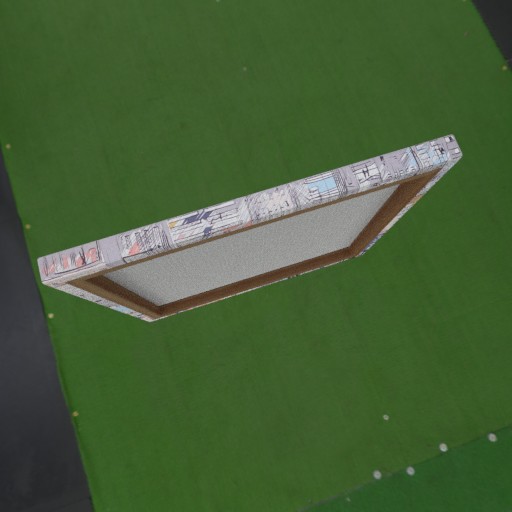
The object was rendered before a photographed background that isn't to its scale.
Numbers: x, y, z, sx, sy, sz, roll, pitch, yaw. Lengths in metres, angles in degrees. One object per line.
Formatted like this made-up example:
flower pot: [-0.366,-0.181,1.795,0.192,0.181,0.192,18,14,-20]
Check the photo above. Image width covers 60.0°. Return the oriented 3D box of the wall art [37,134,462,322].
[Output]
wall art: [0.000,0.000,1.135,0.761,0.762,0.048,-17,77,-4]
